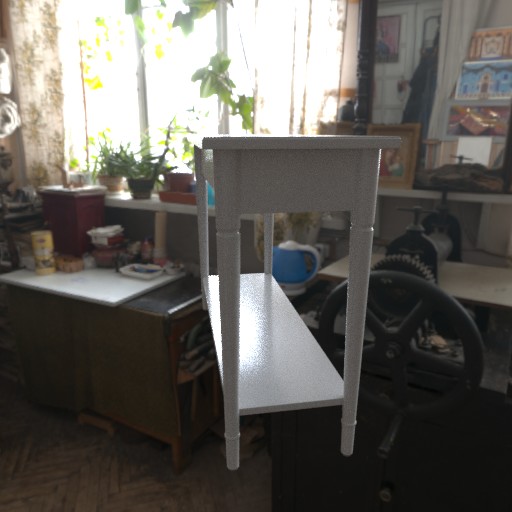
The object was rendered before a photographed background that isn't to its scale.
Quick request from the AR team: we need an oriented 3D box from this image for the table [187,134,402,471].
[{"bbox_3d":[0.000,0.000,1.423,0.381,0.749,1.067,-3,16,-10],"label":"table"}]
